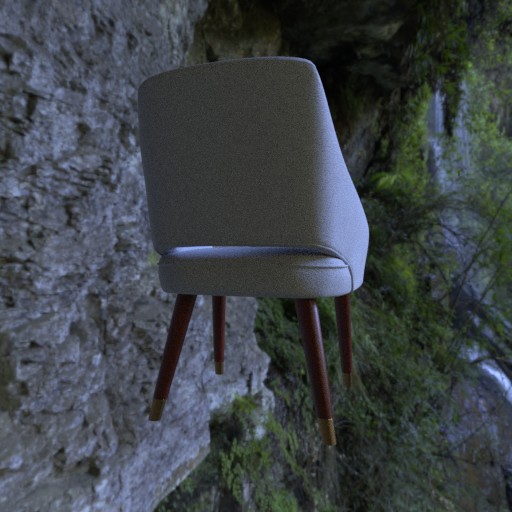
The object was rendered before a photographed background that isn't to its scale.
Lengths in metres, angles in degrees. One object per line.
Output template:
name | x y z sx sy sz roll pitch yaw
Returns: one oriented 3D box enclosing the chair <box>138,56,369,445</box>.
chair | 0.000 0.000 1.285 0.609 0.889 0.600 0 1 18
